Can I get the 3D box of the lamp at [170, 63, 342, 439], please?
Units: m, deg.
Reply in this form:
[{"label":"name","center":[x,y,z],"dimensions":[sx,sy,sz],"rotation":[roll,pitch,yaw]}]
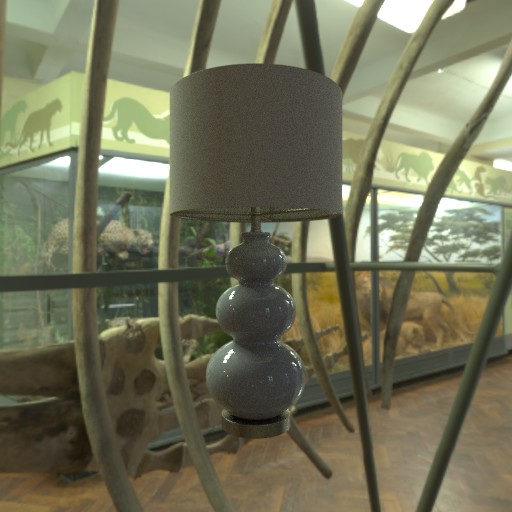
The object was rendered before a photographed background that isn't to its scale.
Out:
[{"label":"lamp","center":[0.000,0.000,0.959],"dimensions":[0.367,0.730,0.367],"rotation":[0,0,-35]}]
